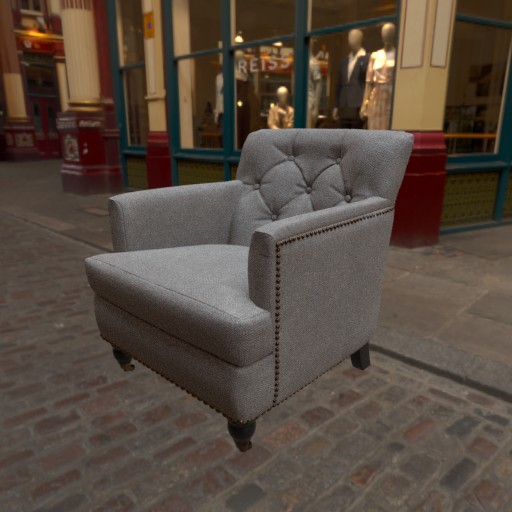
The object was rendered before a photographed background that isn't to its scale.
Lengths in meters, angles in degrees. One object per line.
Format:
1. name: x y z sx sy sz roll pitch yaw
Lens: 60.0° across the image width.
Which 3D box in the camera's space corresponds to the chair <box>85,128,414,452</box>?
1. chair: 0.000 0.000 1.502 0.737 0.823 0.902 15 22 41
